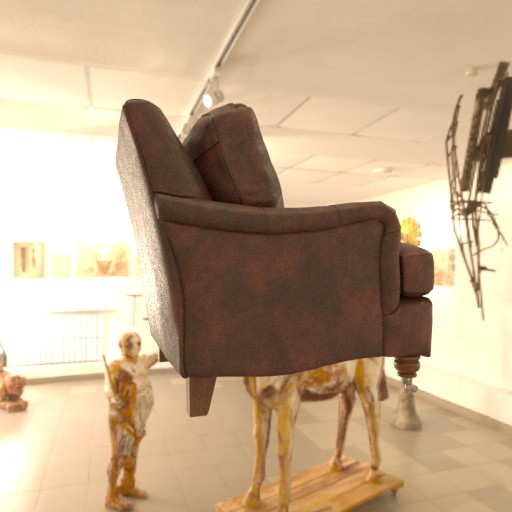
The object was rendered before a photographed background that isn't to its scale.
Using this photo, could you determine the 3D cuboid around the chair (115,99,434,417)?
[{"bbox_3d":[0.000,0.000,1.923,1.156,1.051,0.987,0,-1,-19],"label":"chair"}]
